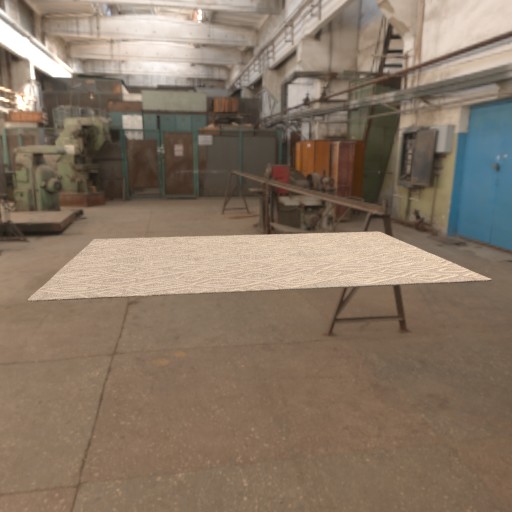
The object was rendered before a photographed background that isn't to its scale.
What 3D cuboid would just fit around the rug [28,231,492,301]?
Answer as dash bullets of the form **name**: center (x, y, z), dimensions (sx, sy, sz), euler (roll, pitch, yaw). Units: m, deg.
- **rug**: center (0.000, 0.000, 3.027), dimensions (2.442, 0.010, 1.546), euler (-2, 13, -8)
